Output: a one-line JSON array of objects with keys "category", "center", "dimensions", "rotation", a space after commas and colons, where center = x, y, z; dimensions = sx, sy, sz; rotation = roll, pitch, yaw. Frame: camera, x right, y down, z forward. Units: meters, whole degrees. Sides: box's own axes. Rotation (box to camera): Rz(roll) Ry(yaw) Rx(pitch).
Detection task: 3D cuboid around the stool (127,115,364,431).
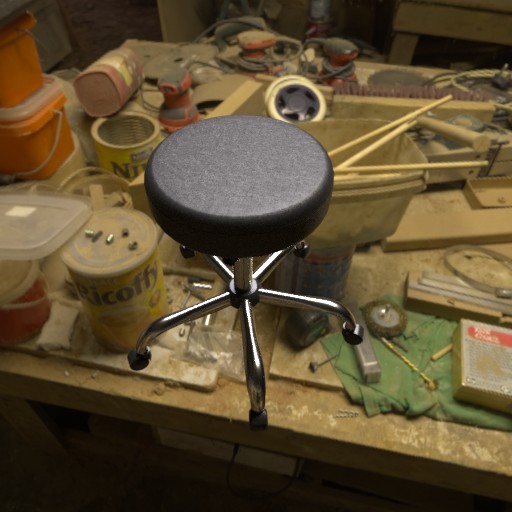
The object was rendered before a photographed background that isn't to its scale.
[{"category": "stool", "center": [0.000, 0.000, 1.133], "dimensions": [0.638, 0.576, 0.673], "rotation": [10, 47, 9]}]
